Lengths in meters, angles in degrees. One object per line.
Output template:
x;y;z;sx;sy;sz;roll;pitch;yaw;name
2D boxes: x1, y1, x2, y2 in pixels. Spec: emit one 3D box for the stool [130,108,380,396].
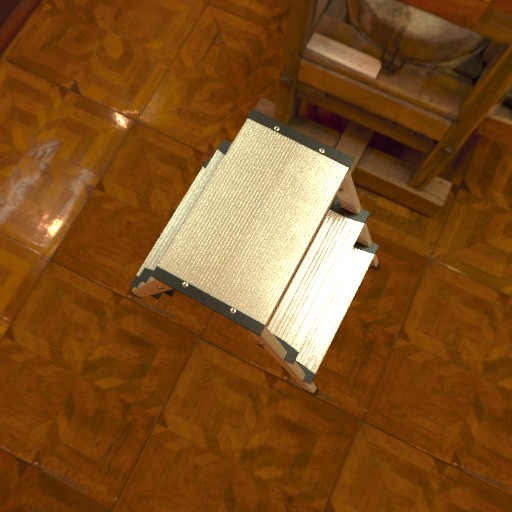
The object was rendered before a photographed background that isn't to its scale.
0.000;0.000;1.038;0.622;0.605;0.437;28;78;6;stool
